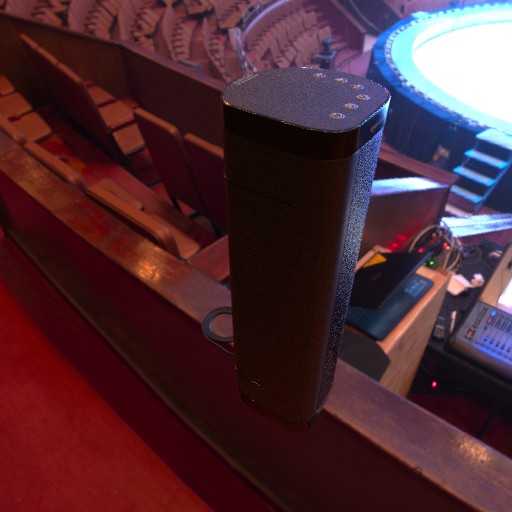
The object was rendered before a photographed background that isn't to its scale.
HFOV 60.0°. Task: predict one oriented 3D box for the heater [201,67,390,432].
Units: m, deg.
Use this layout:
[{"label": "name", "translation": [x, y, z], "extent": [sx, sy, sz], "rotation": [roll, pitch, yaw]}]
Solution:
[{"label": "heater", "translation": [0.000, 0.000, 0.693], "extent": [0.312, 0.552, 0.174], "rotation": [25, 47, 26]}]
